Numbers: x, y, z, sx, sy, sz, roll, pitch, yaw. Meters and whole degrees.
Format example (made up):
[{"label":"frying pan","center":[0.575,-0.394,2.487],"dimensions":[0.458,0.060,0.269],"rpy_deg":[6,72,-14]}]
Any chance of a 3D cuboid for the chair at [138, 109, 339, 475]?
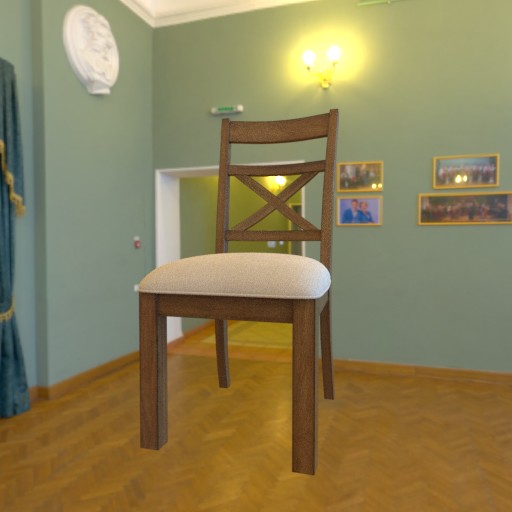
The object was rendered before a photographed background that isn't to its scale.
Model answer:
[{"label":"chair","center":[0.000,0.000,1.289],"dimensions":[0.461,0.949,0.581],"rpy_deg":[1,2,17]}]
